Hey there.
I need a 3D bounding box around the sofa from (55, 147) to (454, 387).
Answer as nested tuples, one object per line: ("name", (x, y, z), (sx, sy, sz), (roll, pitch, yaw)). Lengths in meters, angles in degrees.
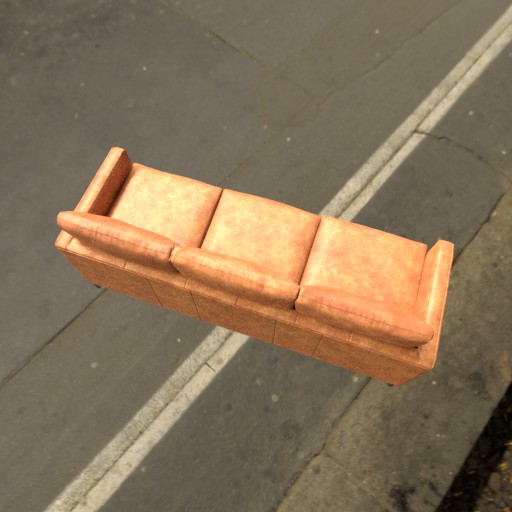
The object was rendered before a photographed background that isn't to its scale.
("sofa", (0.000, 0.000, 2.507), (2.029, 0.863, 0.748), (17, 66, 8))
